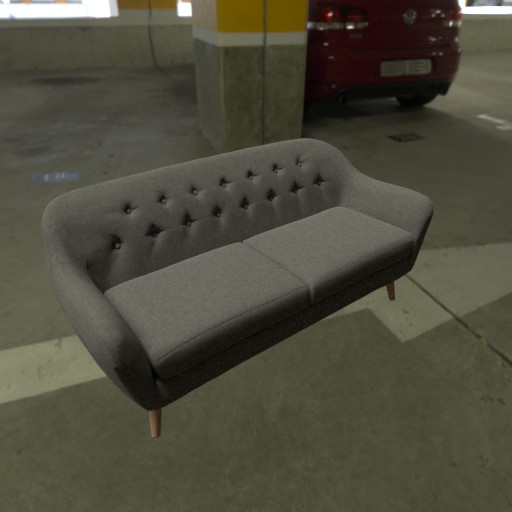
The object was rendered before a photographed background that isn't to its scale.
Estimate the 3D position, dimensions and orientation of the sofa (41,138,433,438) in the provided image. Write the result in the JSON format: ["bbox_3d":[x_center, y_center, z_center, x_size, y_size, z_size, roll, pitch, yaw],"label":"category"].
[{"bbox_3d":[0.000,0.000,2.200,1.840,0.820,0.820,-21,36,-32],"label":"sofa"}]
